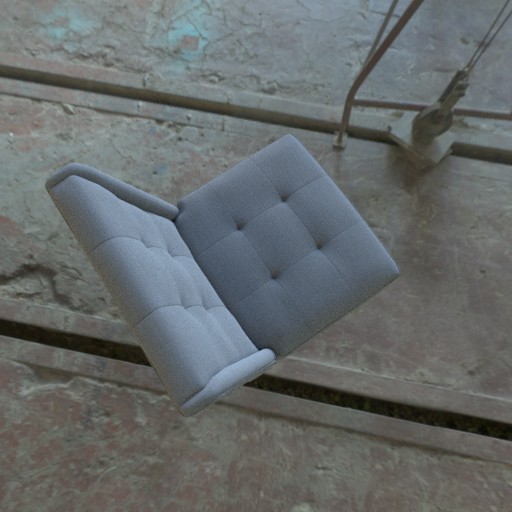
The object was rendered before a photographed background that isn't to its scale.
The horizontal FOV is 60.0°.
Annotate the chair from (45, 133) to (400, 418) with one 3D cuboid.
[{"bbox_3d":[0.000,0.000,1.277,0.676,0.853,0.569,-33,77,-9],"label":"chair"}]
